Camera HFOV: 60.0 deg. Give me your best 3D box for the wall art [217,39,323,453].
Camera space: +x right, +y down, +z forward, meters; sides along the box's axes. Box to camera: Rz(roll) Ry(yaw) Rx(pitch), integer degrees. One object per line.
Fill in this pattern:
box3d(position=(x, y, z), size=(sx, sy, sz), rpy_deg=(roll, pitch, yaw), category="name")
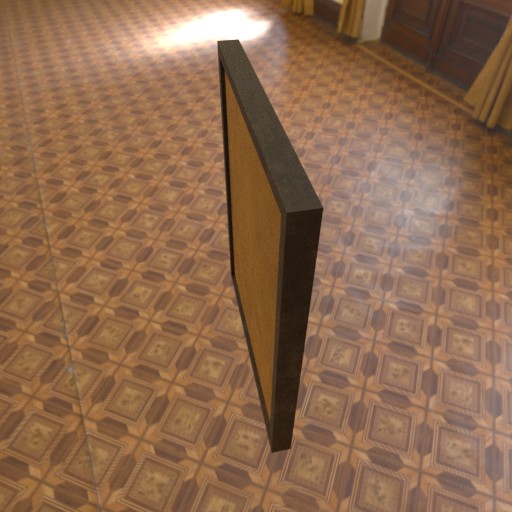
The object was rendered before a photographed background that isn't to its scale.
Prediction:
box3d(position=(0.000, 0.000, 0.557), size=(0.027, 0.406, 0.329), rpy_deg=(-8, 45, -8), category="wall art")
